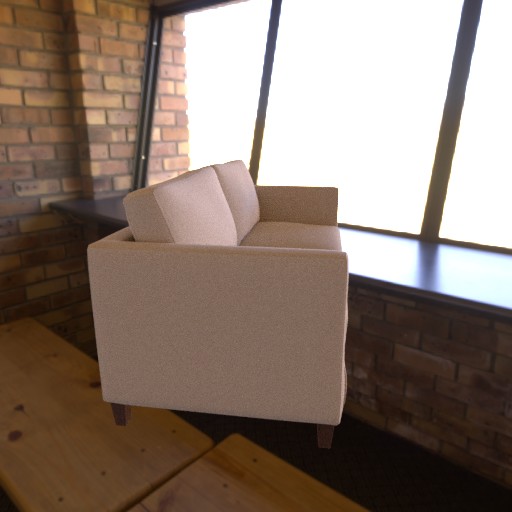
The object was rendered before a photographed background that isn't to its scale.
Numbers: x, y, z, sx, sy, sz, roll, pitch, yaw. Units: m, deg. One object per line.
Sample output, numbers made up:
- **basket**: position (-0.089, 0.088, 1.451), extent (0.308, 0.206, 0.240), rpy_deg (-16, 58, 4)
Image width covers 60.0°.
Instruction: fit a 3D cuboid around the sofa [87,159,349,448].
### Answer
- **sofa**: position (0.000, 0.000, 2.234), extent (0.873, 0.888, 1.722), rpy_deg (3, 16, 9)
